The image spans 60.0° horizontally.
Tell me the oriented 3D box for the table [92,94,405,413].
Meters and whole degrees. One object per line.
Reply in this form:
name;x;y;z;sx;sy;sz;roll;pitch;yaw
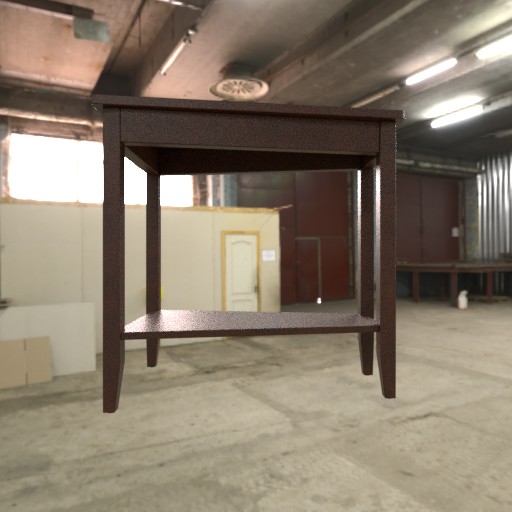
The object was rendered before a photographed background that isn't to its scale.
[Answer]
table;0.000;0.000;1.007;0.605;0.589;0.399;0;0;0
